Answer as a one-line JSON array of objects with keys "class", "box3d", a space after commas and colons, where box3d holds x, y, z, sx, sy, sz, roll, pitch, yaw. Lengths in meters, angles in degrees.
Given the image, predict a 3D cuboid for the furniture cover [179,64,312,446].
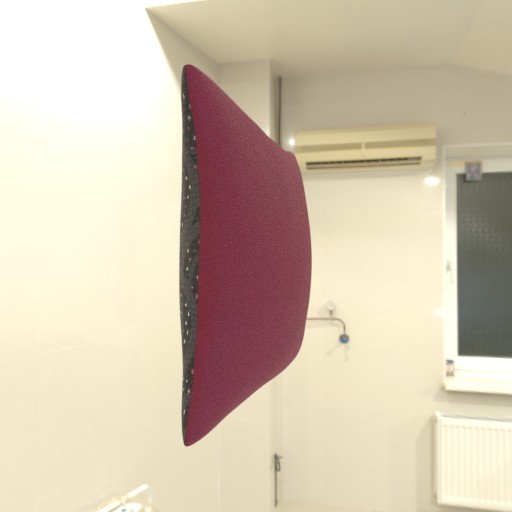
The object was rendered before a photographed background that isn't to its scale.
[{"class": "furniture cover", "box3d": [0.000, 0.000, 0.842, 0.193, 0.509, 0.552, 0, 0, 19]}]
